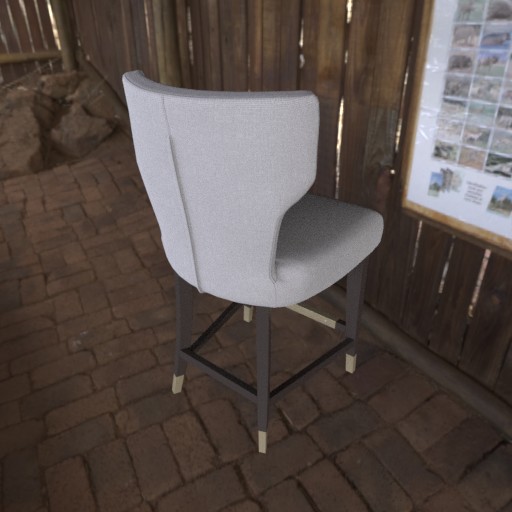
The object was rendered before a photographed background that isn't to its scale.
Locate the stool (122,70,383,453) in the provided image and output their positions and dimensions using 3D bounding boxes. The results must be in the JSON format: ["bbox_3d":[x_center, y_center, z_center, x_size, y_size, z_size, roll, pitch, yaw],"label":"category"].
[{"bbox_3d":[0.000,0.000,1.263,0.527,0.982,0.563,21,36,32],"label":"stool"}]
